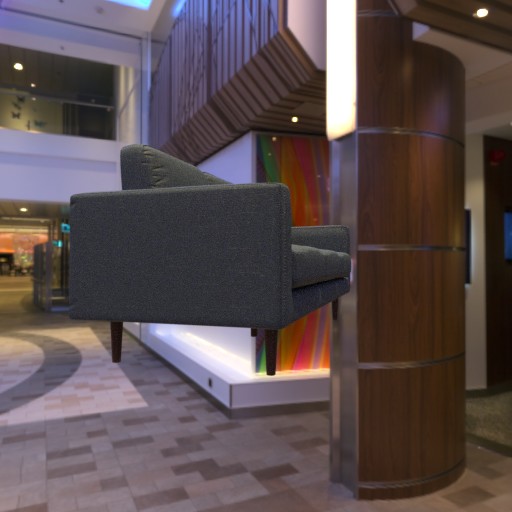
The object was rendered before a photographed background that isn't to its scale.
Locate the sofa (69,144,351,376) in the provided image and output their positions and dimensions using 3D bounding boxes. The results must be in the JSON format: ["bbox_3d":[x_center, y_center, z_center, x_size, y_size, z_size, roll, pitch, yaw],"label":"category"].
[{"bbox_3d":[0.000,0.000,2.604,0.935,0.945,2.013,0,-1,18],"label":"sofa"}]
